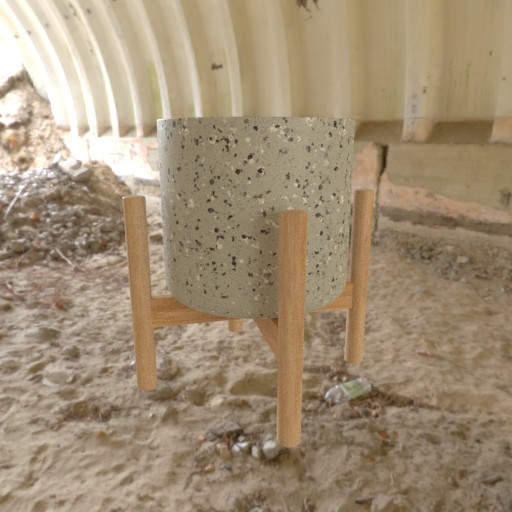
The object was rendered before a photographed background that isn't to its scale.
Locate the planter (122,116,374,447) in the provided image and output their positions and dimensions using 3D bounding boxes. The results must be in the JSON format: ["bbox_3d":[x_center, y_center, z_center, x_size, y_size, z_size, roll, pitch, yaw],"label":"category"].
[{"bbox_3d":[0.000,0.000,0.548,0.284,0.320,0.284,2,15,8],"label":"planter"}]
